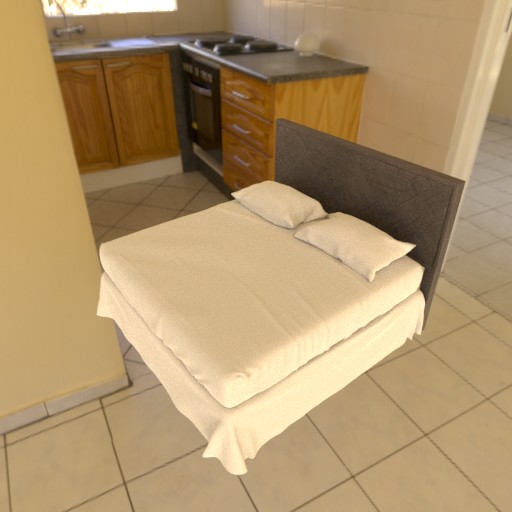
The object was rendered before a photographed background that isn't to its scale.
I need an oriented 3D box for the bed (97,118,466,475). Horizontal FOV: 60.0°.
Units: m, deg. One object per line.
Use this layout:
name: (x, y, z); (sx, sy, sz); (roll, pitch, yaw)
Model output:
bed: (0.000, 0.000, 2.926); (1.785, 1.142, 1.772); (-23, 40, -31)
